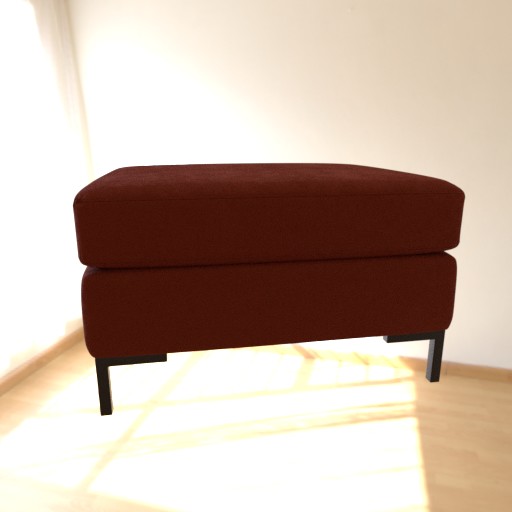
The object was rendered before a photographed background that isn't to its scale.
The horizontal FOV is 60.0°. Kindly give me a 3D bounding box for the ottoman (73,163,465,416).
[{"bbox_3d":[0.000,0.000,1.170,0.782,0.462,0.650,-3,15,-10],"label":"ottoman"}]
